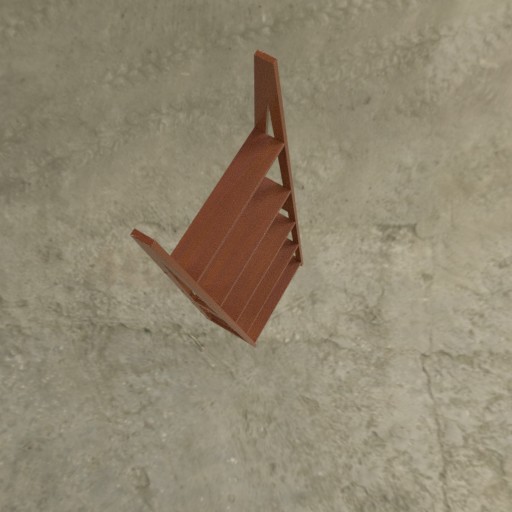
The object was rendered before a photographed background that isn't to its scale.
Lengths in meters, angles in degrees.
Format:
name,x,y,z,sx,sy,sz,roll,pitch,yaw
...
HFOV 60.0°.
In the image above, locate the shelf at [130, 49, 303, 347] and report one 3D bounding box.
name,x,y,z,sx,sy,sz,roll,pitch,yaw
shelf,0.000,0.000,1.997,0.356,1.780,0.630,30,77,7
